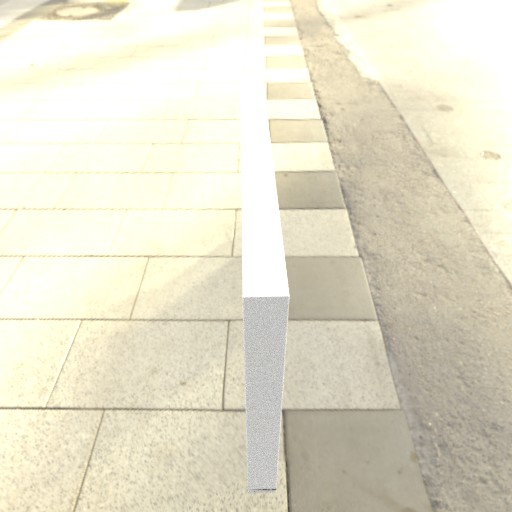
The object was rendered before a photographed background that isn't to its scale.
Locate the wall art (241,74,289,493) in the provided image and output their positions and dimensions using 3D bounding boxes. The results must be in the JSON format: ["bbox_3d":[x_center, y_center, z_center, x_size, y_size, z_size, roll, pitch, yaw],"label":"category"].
[{"bbox_3d":[0.000,0.000,0.762,0.042,0.414,0.608,-1,40,-1],"label":"wall art"}]
